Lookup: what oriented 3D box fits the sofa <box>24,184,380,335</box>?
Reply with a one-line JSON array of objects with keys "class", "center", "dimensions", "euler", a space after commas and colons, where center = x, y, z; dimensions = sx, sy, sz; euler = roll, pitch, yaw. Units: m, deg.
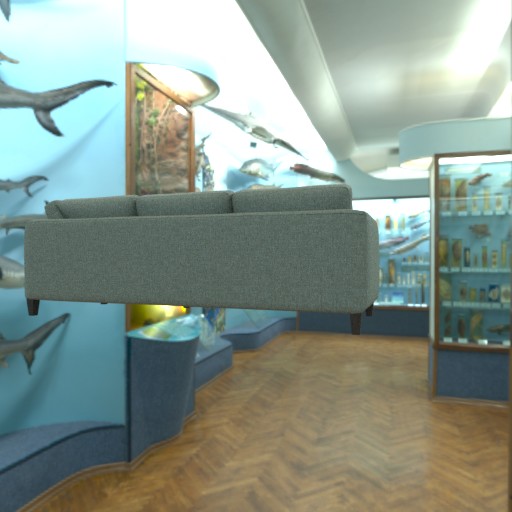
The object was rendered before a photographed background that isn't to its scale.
[{"class": "sofa", "center": [0.000, 0.000, 4.487], "dimensions": [2.551, 0.889, 3.403], "euler": [0, 0, 19]}]
